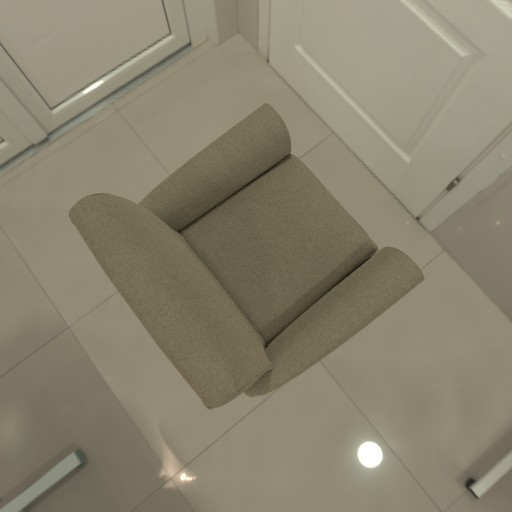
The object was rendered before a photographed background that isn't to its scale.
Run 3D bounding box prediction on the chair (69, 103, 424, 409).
[{"bbox_3d":[0.000,0.000,1.788,0.905,1.061,0.978,-37,78,-9],"label":"chair"}]
